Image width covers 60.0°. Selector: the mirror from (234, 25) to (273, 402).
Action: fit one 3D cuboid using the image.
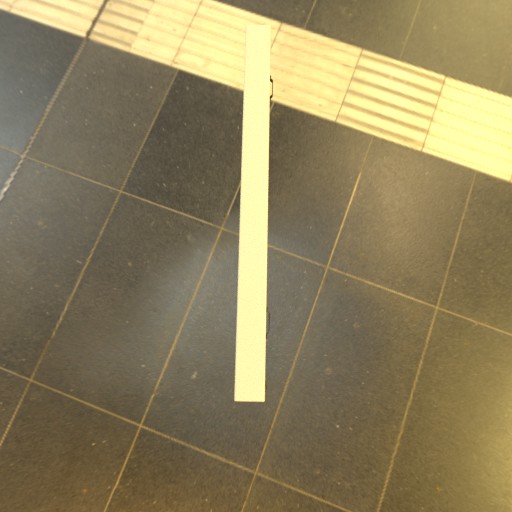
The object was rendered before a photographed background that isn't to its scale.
[{"bbox_3d":[0.000,0.000,0.915,0.040,0.710,0.507,1,77,0],"label":"mirror"}]
